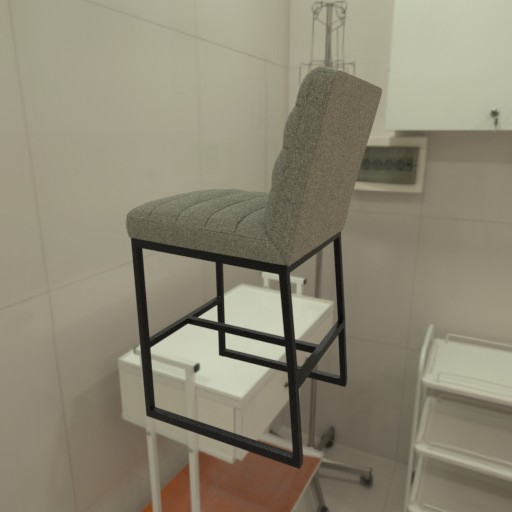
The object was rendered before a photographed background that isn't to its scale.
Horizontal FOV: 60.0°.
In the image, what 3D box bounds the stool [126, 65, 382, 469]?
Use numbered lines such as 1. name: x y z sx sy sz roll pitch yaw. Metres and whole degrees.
1. stool: 0.000 0.000 1.269 0.560 0.940 0.460 8 17 25
